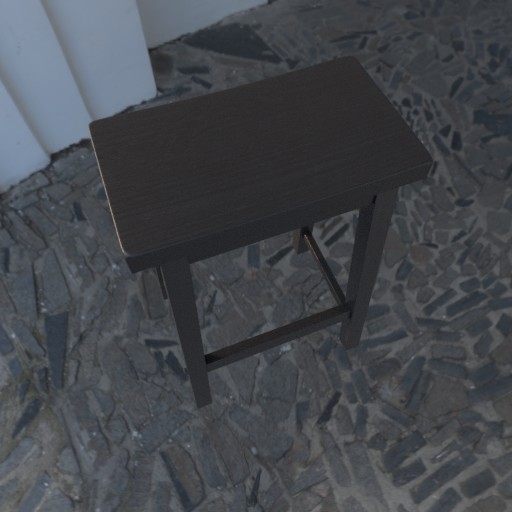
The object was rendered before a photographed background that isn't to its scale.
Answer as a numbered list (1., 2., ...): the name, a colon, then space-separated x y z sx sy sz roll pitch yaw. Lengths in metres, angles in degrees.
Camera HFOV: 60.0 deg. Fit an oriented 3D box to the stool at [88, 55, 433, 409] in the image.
1. stool: 0.000 0.000 0.848 0.406 0.610 0.322 -19 62 -10
